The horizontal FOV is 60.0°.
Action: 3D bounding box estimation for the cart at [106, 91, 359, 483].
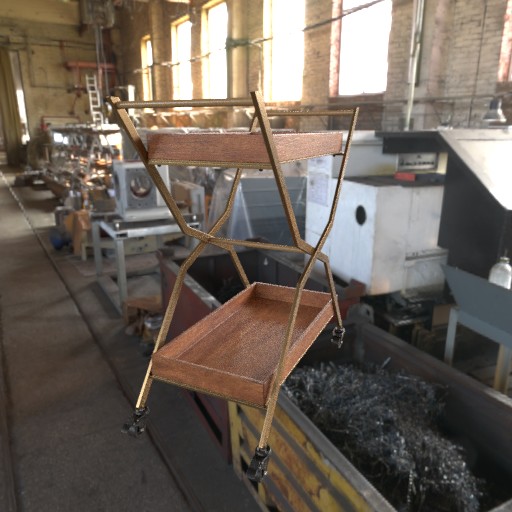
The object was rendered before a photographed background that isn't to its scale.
[{"bbox_3d":[0.000,0.000,1.331,0.405,0.869,0.836,7,18,24],"label":"cart"}]
